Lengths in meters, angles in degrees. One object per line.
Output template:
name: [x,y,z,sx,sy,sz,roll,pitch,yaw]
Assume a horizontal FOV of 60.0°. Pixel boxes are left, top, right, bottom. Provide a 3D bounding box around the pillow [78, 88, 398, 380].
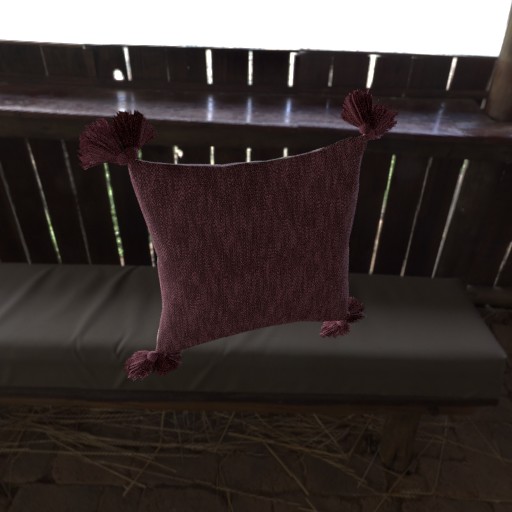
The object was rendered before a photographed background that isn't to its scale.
pillow: [0.000,0.000,0.962,0.641,0.659,0.138,-9,34,-14]
